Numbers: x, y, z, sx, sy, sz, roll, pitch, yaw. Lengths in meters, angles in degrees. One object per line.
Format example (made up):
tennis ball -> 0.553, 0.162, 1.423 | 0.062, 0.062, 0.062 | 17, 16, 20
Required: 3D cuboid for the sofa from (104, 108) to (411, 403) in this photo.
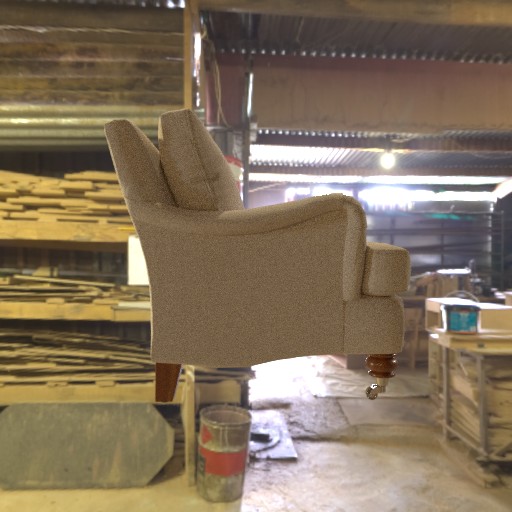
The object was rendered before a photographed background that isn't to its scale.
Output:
sofa -> 0.000, 0.000, 2.235 | 1.087, 1.048, 1.508 | 0, 0, -1
